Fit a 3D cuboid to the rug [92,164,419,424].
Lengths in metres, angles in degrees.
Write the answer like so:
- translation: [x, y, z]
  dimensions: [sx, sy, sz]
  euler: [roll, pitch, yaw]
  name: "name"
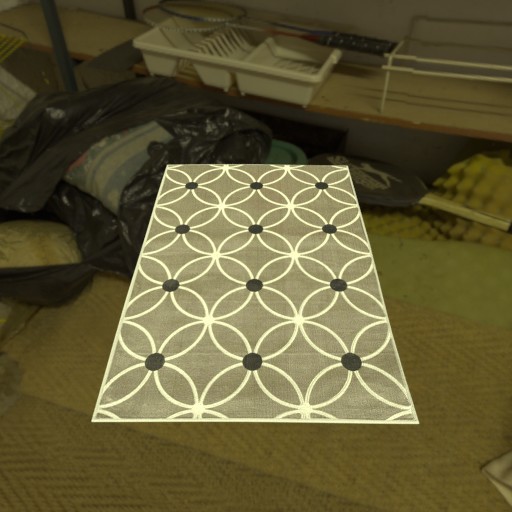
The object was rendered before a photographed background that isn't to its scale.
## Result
- translation: [0.000, 0.000, 2.884]
  dimensions: [1.522, 0.008, 2.284]
  euler: [0, 42, 0]
  name: "rug"
